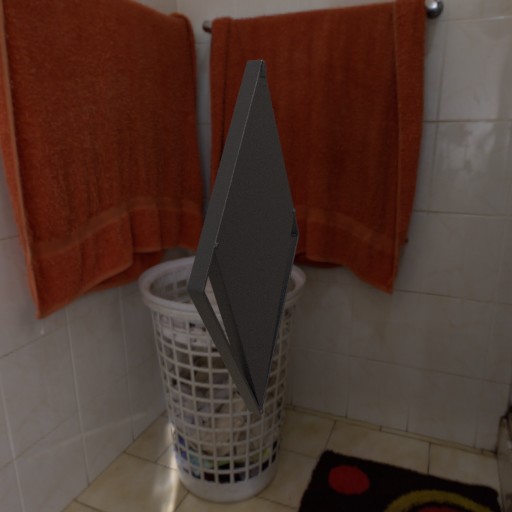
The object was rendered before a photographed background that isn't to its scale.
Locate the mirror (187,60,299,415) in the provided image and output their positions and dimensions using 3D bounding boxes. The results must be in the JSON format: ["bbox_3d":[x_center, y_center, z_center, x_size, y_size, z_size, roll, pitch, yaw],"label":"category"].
[{"bbox_3d":[0.000,0.000,0.832,0.032,0.679,0.419,7,17,24],"label":"mirror"}]
